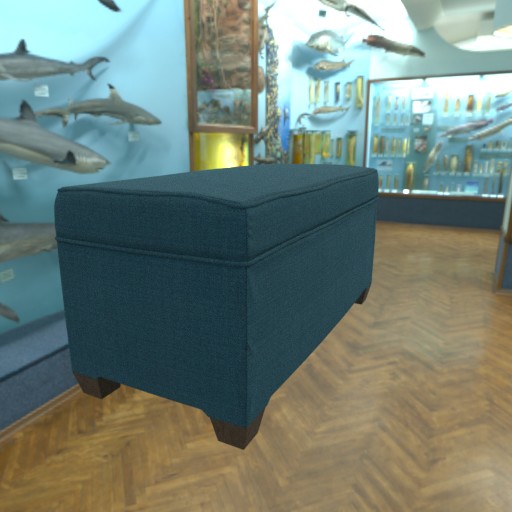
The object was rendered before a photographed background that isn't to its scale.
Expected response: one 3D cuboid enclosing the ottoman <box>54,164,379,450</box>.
[{"bbox_3d":[0.000,0.000,1.217,0.474,0.474,0.943,7,16,27],"label":"ottoman"}]
